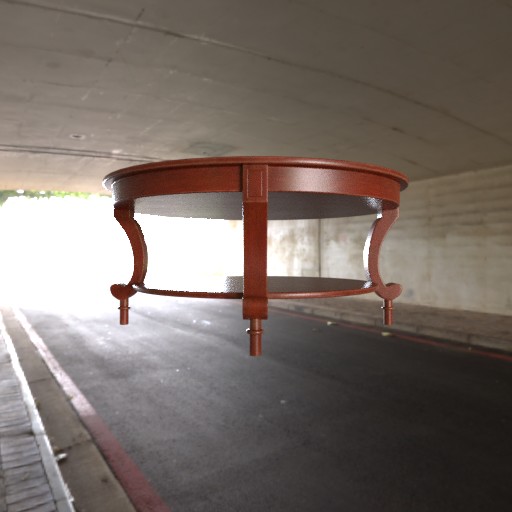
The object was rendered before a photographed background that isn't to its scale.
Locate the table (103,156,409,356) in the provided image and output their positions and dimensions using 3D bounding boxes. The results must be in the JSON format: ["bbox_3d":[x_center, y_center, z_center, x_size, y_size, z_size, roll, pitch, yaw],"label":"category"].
[{"bbox_3d":[0.000,0.000,1.571,1.029,0.486,1.029,0,0,0],"label":"table"}]
